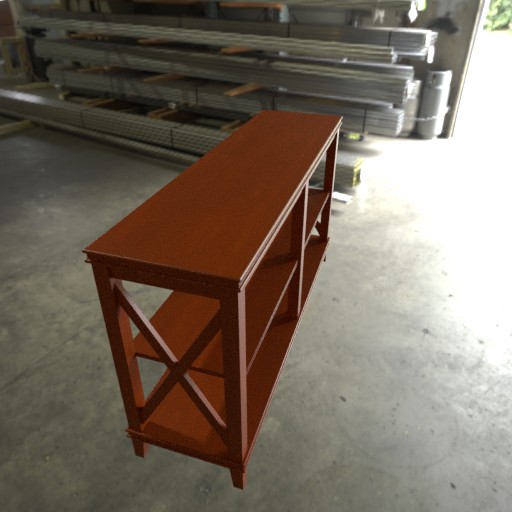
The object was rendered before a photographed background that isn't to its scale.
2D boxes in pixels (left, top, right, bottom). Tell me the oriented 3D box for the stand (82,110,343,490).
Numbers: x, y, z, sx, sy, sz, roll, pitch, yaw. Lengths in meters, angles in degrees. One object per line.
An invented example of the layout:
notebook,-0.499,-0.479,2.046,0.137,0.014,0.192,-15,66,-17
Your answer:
stand,0.000,0.000,1.704,0.381,0.762,1.372,10,33,15
